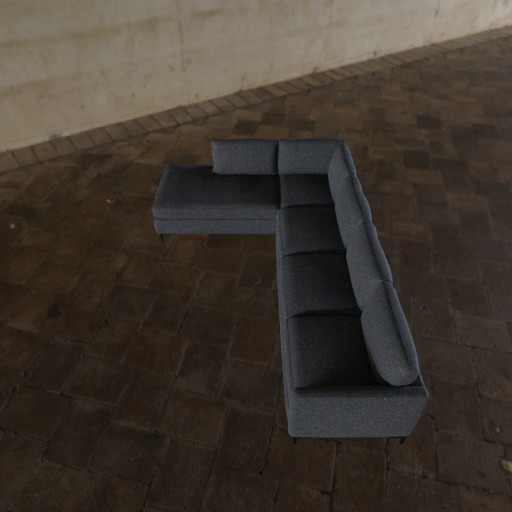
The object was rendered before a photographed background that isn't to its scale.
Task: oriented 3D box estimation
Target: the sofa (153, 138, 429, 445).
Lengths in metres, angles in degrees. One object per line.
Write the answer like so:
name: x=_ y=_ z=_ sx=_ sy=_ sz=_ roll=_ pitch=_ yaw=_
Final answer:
sofa: x=0.000 y=0.000 z=3.760 sx=2.007 sy=0.815 sz=2.949 roll=0 pitch=42 yaw=0
